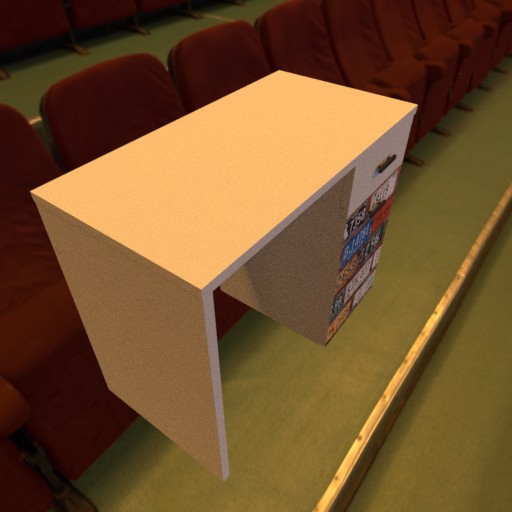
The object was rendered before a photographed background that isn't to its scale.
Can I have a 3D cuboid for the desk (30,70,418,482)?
[{"bbox_3d":[0.000,0.000,1.307,0.482,0.730,0.898,26,48,27],"label":"desk"}]
